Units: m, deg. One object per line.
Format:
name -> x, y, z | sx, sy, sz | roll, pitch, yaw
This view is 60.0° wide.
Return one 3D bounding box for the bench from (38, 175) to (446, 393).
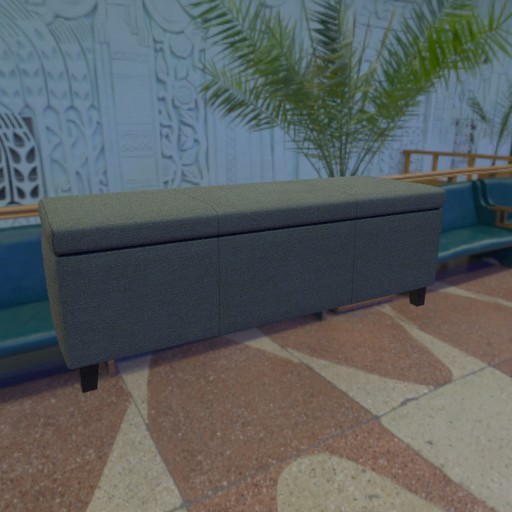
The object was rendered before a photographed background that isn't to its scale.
bench -> 0.000, 0.000, 1.475 | 1.269, 0.438, 0.446 | -9, 19, -26
